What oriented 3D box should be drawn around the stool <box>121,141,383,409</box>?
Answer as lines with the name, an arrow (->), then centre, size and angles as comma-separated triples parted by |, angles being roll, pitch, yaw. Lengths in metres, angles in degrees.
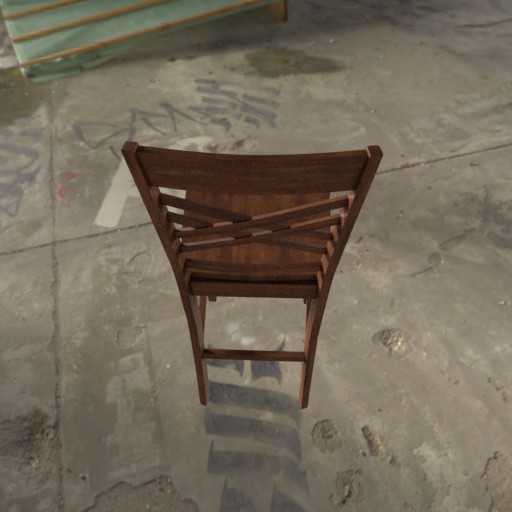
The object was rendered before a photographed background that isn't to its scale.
stool -> 0.000, 0.000, 1.341 | 0.462, 1.079, 0.539 | 1, 47, 1
